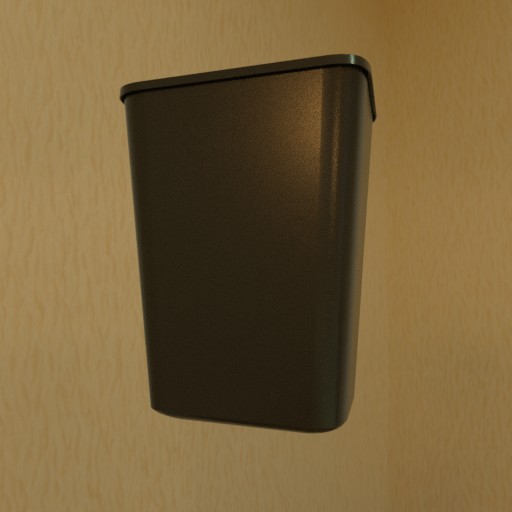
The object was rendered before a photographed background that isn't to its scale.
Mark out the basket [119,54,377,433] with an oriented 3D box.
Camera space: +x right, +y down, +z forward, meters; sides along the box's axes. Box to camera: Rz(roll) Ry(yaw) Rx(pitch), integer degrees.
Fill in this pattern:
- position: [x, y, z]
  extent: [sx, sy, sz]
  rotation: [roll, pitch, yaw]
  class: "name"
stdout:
- position: [0.000, 0.000, 0.754]
  extent: [0.394, 0.521, 0.287]
  rotation: [0, -1, 17]
  class: "basket"
